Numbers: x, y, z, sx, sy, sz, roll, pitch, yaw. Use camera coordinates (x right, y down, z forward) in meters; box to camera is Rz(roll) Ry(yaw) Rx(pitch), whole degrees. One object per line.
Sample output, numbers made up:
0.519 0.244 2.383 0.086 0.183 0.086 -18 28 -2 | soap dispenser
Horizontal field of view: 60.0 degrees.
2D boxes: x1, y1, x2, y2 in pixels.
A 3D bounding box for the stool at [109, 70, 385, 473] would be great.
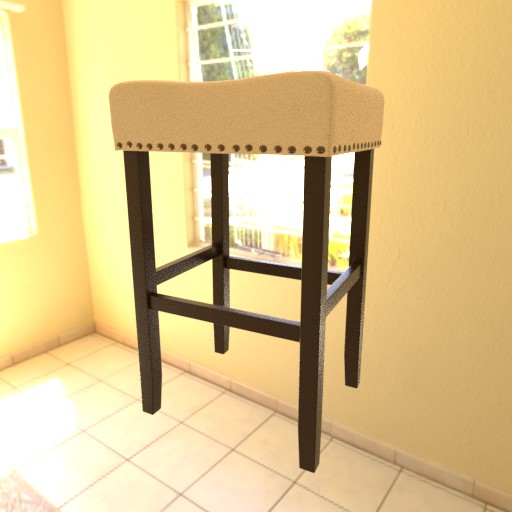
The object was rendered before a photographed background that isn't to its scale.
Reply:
0.000 0.000 1.047 0.471 0.762 0.401 8 18 25 | stool
